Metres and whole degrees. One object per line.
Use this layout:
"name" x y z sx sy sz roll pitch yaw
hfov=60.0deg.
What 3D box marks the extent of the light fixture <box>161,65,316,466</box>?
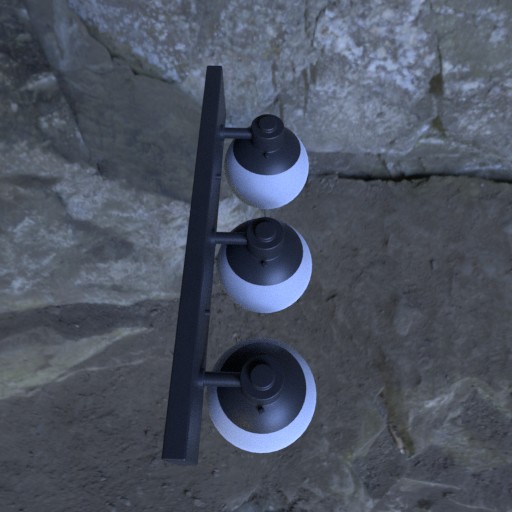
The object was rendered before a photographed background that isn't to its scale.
"light fixture" 0.000 0.000 0.837 0.218 0.263 0.721 1 62 1
